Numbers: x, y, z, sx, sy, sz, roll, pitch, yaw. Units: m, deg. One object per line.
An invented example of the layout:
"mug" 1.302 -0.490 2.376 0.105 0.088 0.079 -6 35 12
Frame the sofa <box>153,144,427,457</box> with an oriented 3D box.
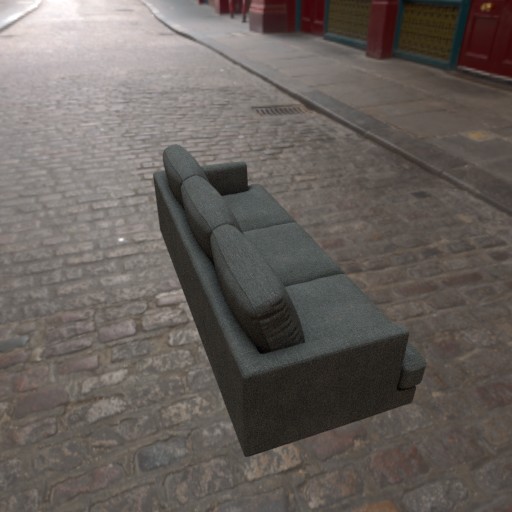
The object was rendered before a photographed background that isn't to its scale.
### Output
"sofa" 0.000 0.000 2.781 0.903 0.930 2.246 -11 34 -17
